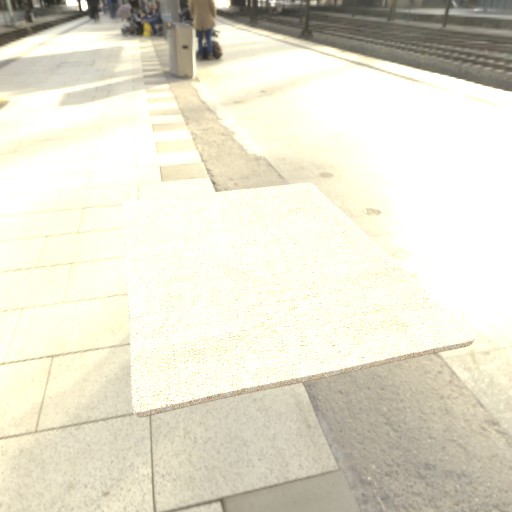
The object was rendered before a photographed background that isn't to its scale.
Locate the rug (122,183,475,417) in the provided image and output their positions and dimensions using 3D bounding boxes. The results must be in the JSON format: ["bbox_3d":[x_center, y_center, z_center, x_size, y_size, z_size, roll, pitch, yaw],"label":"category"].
[{"bbox_3d":[0.000,0.000,2.104,1.200,0.027,1.600,-8,31,-14],"label":"rug"}]
